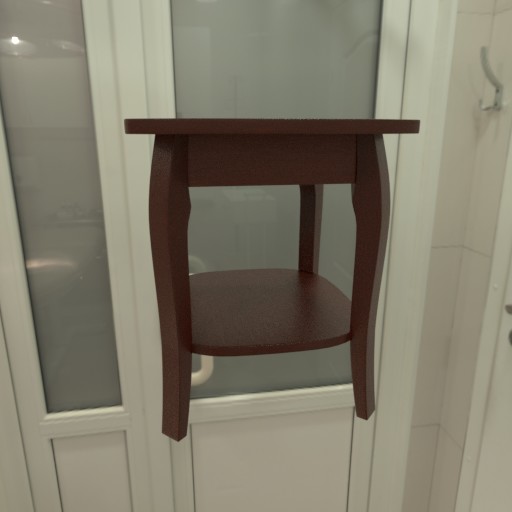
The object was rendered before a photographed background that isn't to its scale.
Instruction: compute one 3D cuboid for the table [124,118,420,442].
[{"bbox_3d":[0.000,0.000,0.854,0.433,0.496,0.502,-3,16,-9],"label":"table"}]
